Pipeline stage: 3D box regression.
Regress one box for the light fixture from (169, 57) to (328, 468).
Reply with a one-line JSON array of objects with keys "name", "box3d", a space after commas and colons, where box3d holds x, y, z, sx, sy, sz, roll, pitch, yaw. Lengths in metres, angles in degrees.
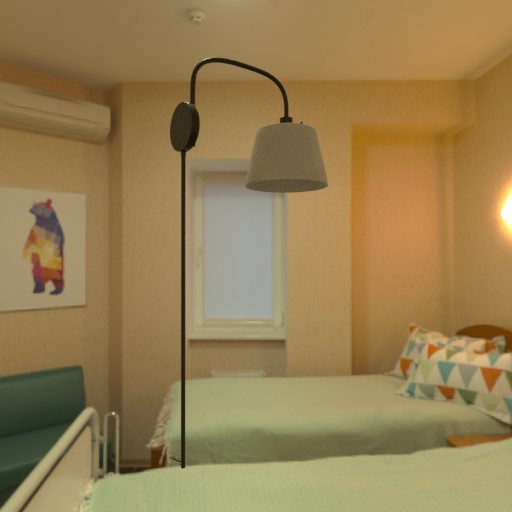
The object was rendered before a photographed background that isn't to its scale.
[{"name": "light fixture", "box3d": [0.000, 0.000, 0.468, 0.176, 0.399, 0.092, 0, 0, -36]}]
